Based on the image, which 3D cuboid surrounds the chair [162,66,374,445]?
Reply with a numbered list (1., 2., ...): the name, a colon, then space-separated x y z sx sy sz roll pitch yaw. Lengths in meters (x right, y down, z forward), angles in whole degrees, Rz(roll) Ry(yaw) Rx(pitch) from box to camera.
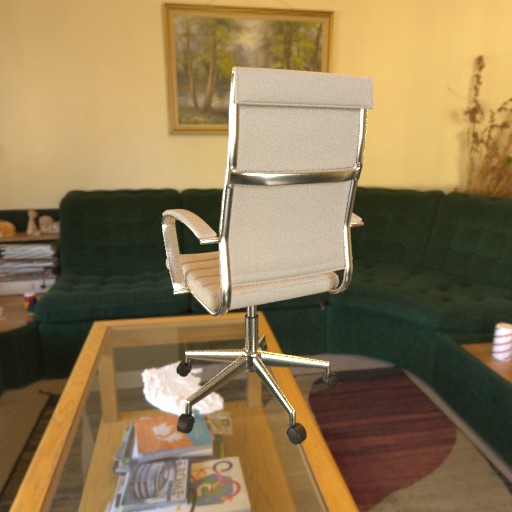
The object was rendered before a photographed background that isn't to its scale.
1. chair: 0.000 0.000 1.577 0.679 1.149 0.667 -8 17 -26
